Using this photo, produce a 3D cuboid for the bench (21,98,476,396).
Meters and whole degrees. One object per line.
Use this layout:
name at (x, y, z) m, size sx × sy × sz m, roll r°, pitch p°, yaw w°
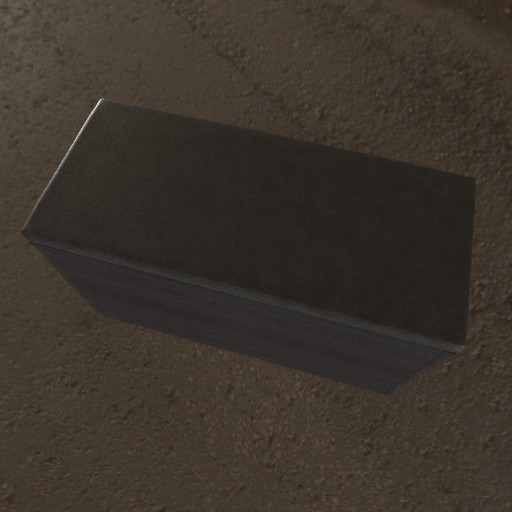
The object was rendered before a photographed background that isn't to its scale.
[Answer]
bench at (0.000, 0.000, 1.163) m, size 0.905 × 0.501 × 0.401 m, roll 14°, pitch 64°, yaw 7°
